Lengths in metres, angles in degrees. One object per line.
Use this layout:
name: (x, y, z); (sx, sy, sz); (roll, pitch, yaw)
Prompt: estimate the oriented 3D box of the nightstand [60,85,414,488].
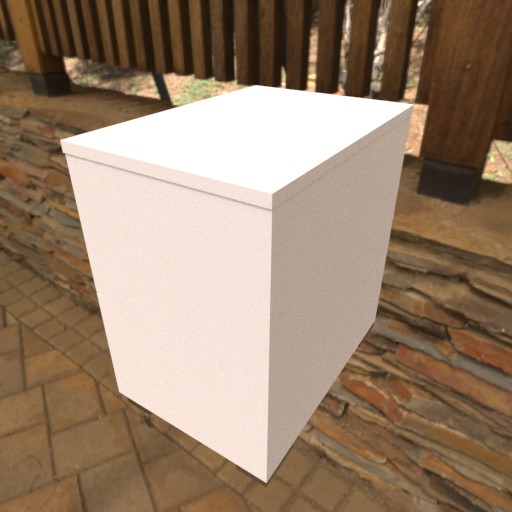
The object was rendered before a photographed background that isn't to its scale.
nightstand: (0.000, 0.000, 0.758); (0.325, 0.460, 0.441); (19, 36, 28)
